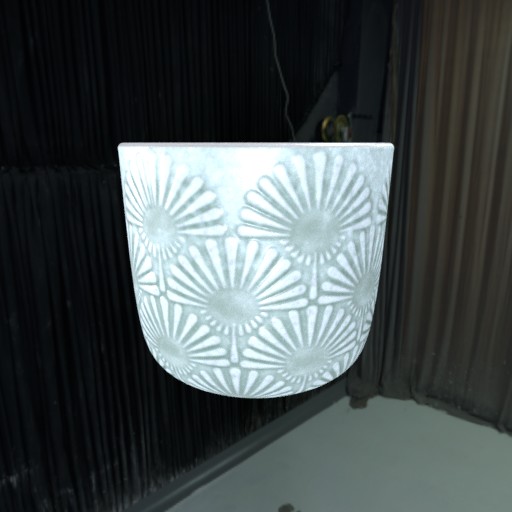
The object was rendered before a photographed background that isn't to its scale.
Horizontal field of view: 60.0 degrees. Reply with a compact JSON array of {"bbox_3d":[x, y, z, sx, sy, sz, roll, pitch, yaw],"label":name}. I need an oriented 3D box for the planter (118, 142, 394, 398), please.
[{"bbox_3d":[0.000,0.000,0.221,0.124,0.109,0.124,0,14,0],"label":"planter"}]
